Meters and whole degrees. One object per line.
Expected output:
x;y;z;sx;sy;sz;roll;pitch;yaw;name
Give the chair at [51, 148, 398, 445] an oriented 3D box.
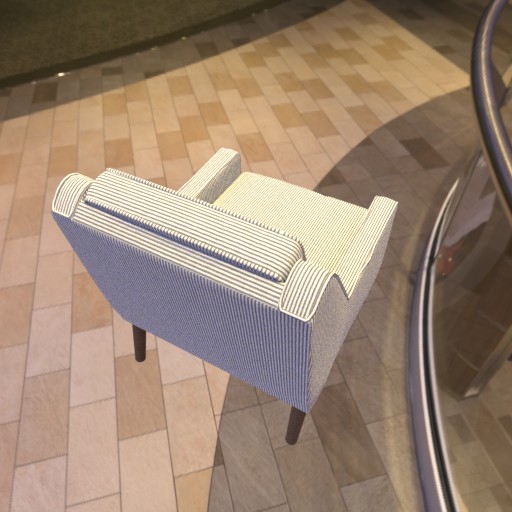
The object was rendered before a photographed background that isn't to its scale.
0.000;0.000;1.337;0.663;0.792;0.743;22;49;20;chair
